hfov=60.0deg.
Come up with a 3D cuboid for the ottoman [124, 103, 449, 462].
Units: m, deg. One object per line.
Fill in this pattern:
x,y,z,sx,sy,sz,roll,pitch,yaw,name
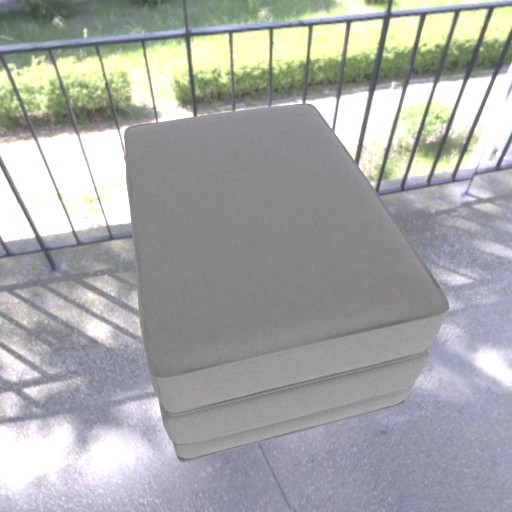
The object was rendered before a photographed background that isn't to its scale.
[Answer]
0.000,0.000,1.204,0.611,0.482,0.848,-11,48,-10,ottoman
